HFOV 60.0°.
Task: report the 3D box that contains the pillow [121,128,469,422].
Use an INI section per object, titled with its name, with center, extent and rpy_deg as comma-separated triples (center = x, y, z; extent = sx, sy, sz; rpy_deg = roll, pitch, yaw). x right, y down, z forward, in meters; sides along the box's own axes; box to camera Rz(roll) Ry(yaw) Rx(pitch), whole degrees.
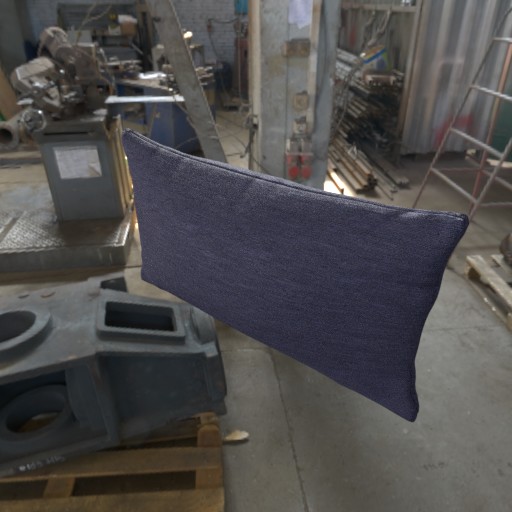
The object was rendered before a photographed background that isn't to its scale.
[pillow]
center = 0.000, 0.000, 0.759
extent = 0.633, 0.338, 0.210
rpy_deg = 22, 37, 32
